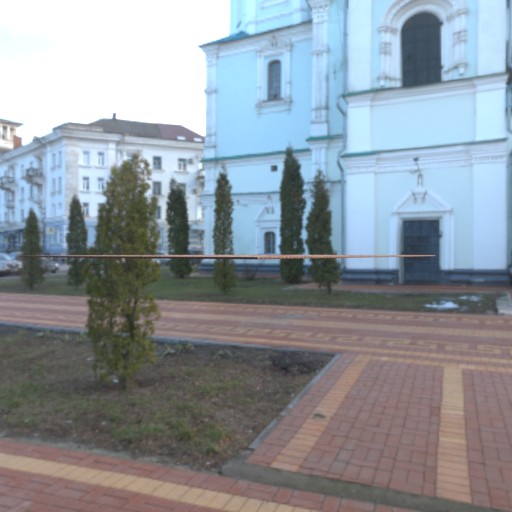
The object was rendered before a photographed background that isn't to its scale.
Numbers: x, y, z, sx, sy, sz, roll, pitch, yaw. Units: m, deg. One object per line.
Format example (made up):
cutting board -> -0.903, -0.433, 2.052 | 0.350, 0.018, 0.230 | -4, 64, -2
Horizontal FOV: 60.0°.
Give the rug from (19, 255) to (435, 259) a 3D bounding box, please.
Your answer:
rug -> 0.000, 0.000, 4.141 | 2.381, 0.013, 3.197 | 0, 0, 37
